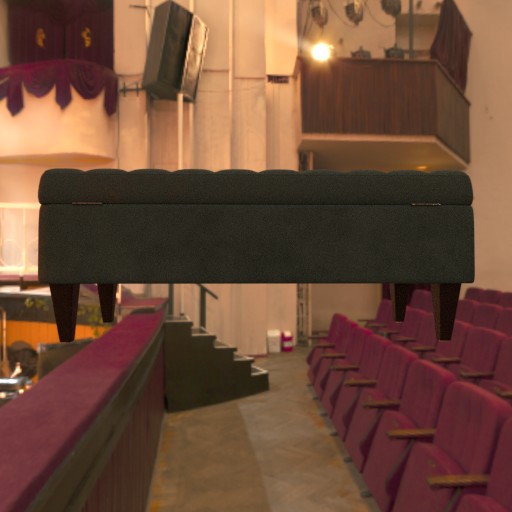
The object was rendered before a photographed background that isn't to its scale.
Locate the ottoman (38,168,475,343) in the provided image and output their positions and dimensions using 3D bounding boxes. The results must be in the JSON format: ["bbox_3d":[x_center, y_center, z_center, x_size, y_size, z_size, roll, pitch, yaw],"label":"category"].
[{"bbox_3d":[0.000,0.000,1.386,1.151,0.469,0.482,0,0,-1],"label":"ottoman"}]
